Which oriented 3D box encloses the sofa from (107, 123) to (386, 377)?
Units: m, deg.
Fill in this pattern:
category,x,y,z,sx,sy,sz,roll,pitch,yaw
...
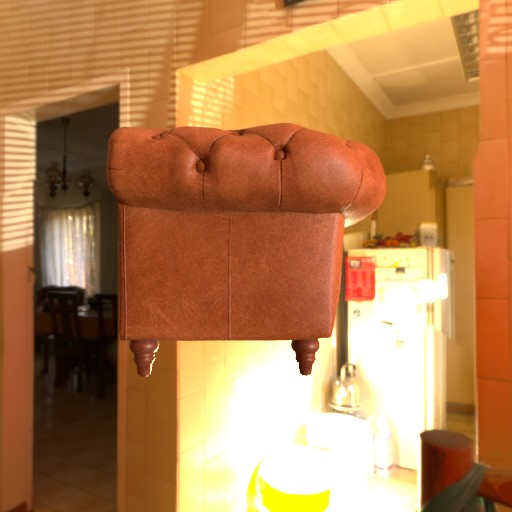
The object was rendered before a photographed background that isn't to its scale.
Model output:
category,x,y,z,sx,sy,sz,roll,pitch,yaw
sofa,0.000,0.000,2.056,1.033,0.878,1.405,0,-1,-1
